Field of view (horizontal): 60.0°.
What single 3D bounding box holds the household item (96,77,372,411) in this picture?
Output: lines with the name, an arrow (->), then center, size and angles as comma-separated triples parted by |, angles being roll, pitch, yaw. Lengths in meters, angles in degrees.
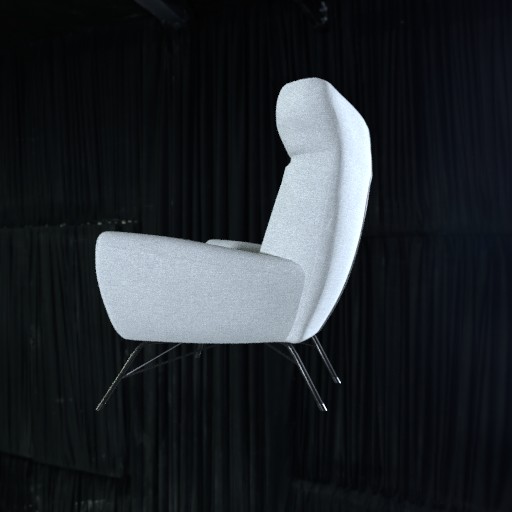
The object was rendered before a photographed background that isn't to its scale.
household item -> 0.000, 0.000, 1.777 | 0.900, 1.050, 0.980 | 0, 0, 17
